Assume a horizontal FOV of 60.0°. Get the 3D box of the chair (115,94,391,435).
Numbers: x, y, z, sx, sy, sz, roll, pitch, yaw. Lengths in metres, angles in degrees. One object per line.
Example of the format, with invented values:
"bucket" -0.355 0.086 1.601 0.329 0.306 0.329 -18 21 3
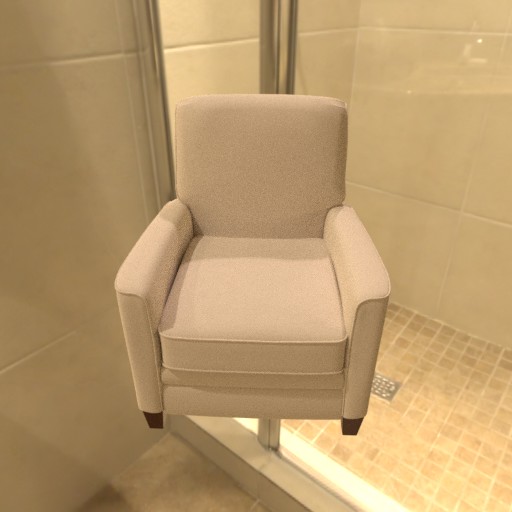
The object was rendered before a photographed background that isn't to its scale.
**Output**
"chair" 0.000 0.000 1.660 0.841 1.028 0.858 1 30 2
